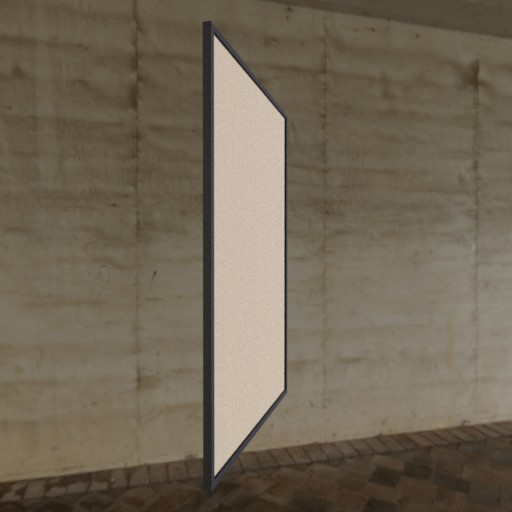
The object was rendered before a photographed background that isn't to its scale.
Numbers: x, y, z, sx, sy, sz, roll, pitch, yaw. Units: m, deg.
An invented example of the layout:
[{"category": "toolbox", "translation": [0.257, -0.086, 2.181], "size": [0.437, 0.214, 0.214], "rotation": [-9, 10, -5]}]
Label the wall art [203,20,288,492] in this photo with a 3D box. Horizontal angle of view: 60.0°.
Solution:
[{"category": "wall art", "translation": [0.000, 0.000, 0.837], "size": [0.013, 0.657, 0.457], "rotation": [0, 1, 17]}]
